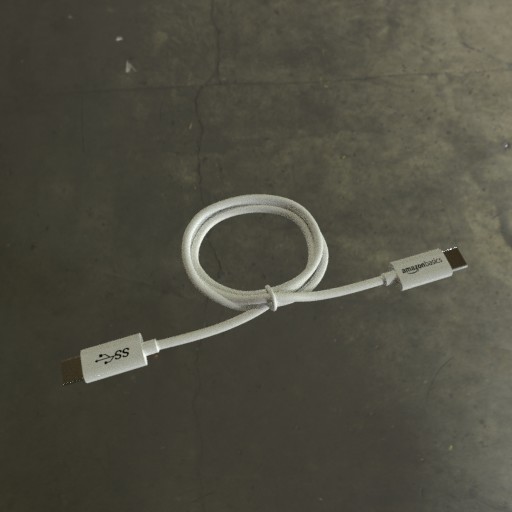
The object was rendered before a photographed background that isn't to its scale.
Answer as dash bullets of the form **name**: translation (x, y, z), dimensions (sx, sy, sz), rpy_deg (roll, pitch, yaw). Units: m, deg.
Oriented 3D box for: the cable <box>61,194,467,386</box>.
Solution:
- **cable**: translation (0.000, 0.000, 0.206), dimensions (0.186, 0.014, 0.070), rpy_deg (-16, 65, -8)
